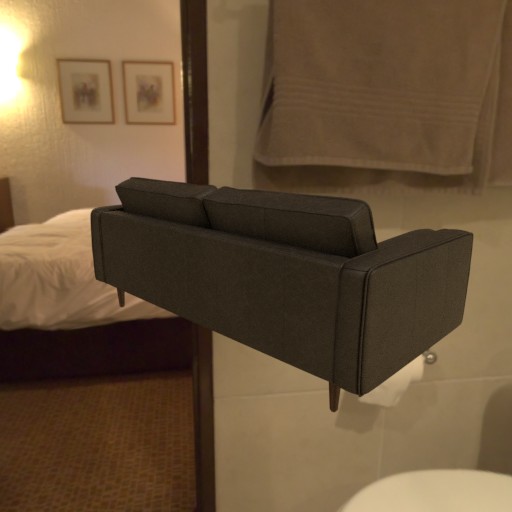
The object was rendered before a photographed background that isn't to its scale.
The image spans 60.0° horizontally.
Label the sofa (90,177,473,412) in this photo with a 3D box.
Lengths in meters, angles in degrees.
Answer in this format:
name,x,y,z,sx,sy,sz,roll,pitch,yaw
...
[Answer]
name,x,y,z,sx,sy,sz,roll,pitch,yaw
sofa,0.000,0.000,2.320,1.879,0.770,0.921,14,20,43
